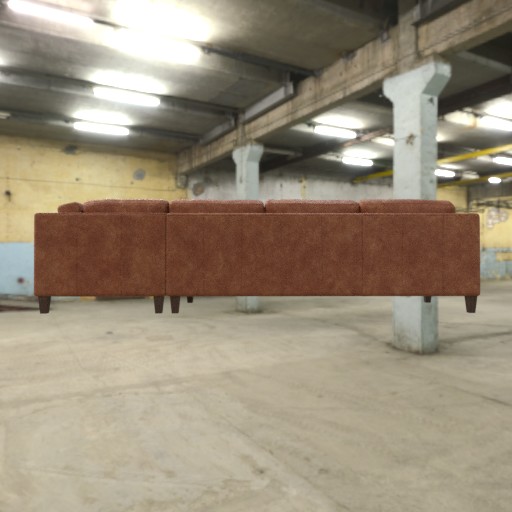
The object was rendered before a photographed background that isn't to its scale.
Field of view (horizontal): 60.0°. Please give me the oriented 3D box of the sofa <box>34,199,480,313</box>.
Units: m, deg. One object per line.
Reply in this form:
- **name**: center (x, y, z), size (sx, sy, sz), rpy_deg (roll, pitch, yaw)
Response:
- **sofa**: center (0.000, 0.000, 4.306), size (3.167, 0.838, 2.438), rpy_deg (0, -1, -1)
